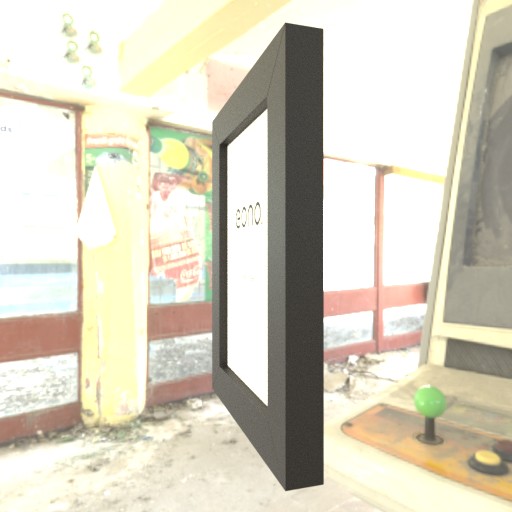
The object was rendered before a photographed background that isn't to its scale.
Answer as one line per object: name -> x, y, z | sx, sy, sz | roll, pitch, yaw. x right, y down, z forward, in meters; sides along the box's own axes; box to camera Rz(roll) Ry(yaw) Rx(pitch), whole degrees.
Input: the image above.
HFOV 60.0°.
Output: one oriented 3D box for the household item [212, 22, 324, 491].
household item -> 0.000, 0.000, 0.233 | 0.022, 0.178, 0.133 | 0, 0, -18
